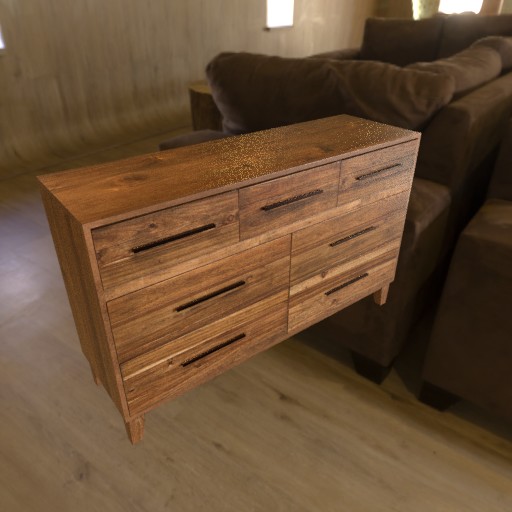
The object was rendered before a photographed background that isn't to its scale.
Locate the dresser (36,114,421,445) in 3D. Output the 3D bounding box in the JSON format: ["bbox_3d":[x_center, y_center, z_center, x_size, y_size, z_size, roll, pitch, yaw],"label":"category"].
[{"bbox_3d":[0.000,0.000,1.827,1.400,0.873,0.446,-21,36,-32],"label":"dresser"}]
